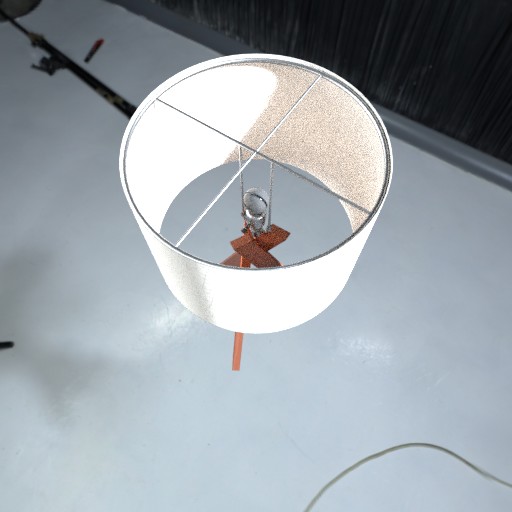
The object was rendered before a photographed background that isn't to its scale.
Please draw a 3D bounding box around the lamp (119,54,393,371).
[{"bbox_3d":[0.000,0.000,0.928,0.380,0.686,0.380,31,68,14],"label":"lamp"}]
